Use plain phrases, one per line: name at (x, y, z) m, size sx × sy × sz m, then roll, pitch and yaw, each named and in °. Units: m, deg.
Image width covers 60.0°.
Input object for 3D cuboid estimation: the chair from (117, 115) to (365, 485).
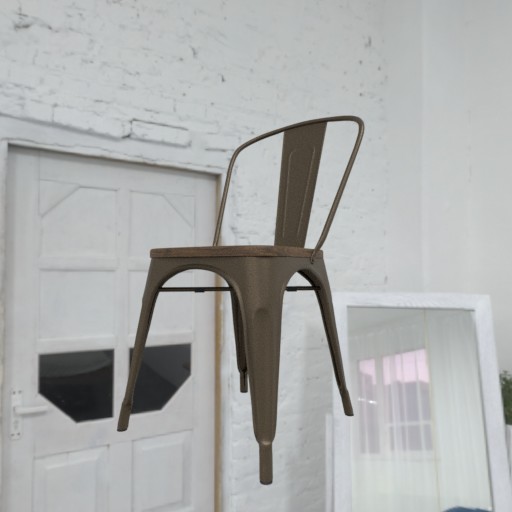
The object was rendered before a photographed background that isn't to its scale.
chair at (0.000, 0.000, 1.154) m, size 0.451 × 0.844 × 0.532 m, roll -1°, pitch -2°, yaw 37°
